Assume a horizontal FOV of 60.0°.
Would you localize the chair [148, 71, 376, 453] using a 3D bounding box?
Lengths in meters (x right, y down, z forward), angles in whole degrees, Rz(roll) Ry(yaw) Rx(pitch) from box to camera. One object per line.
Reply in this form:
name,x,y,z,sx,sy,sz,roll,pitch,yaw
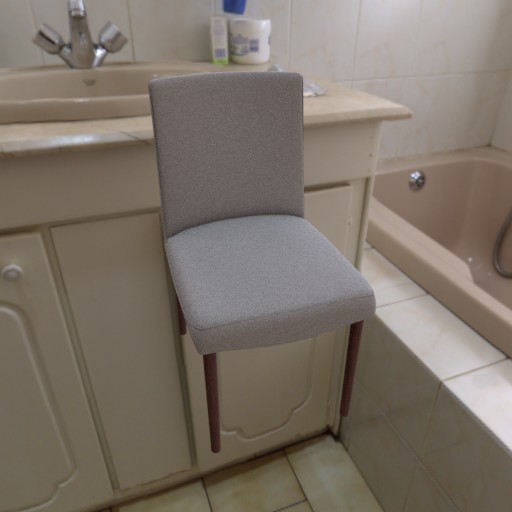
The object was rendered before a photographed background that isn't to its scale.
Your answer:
chair,0.000,0.000,1.198,0.456,0.859,0.570,-9,31,-16
